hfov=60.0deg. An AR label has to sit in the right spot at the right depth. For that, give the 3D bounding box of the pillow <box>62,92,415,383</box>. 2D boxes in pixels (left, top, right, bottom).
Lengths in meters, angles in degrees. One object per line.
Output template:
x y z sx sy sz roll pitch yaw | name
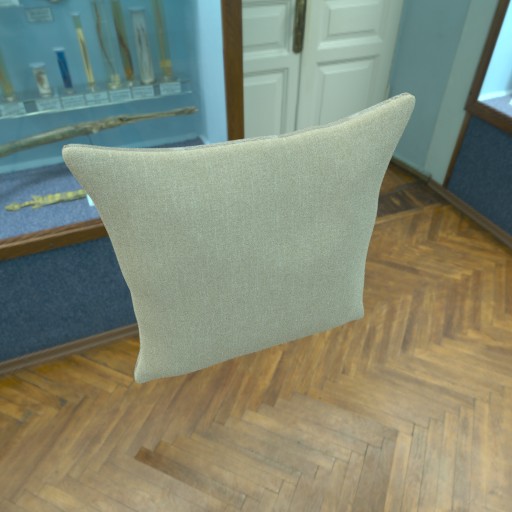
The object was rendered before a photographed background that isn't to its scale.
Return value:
0.000 0.000 0.660 0.436 0.432 0.138 -13 43 -15 | pillow
